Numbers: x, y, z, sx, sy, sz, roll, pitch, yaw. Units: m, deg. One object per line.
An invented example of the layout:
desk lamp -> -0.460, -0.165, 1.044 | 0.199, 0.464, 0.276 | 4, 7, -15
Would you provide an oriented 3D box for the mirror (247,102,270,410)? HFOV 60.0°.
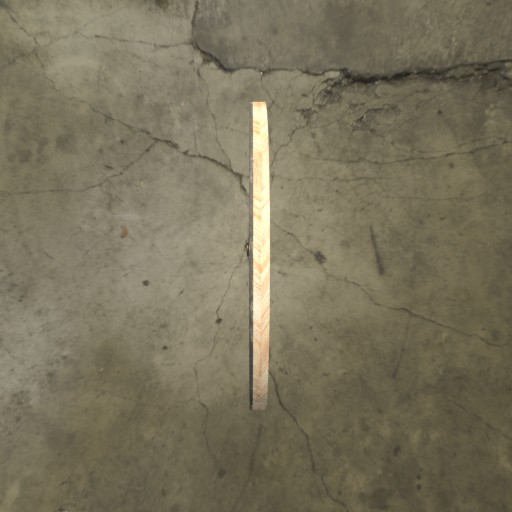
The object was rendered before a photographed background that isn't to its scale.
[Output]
mirror -> 0.000, 0.000, 1.084 | 0.038, 0.710, 0.710 | 0, 90, -1
